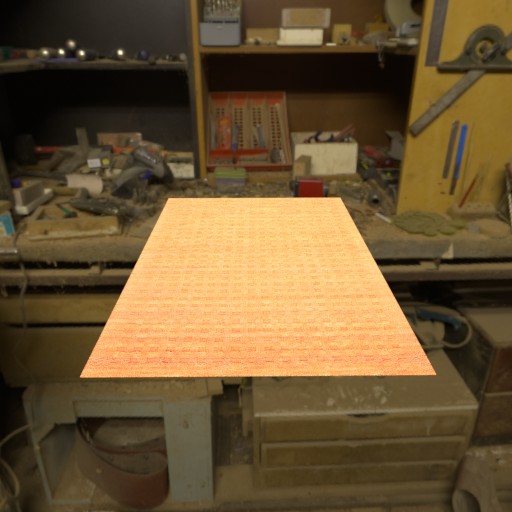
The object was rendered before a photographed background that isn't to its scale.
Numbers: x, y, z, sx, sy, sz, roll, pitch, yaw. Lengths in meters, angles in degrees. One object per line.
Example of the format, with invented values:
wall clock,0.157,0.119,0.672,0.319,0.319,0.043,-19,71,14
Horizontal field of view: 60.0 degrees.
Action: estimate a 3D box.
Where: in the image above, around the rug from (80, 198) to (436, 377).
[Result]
rug,0.000,0.000,2.918,1.524,0.006,2.285,0,27,-1
